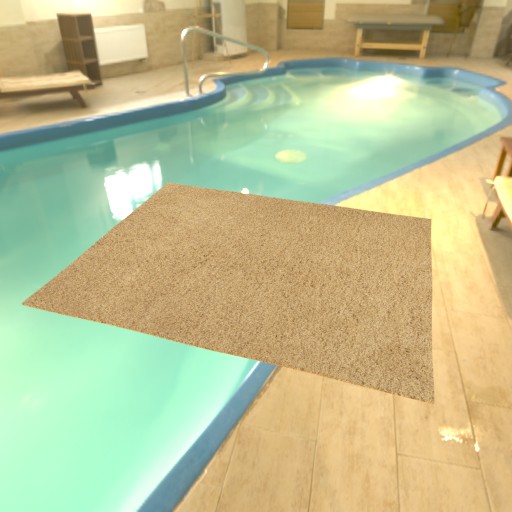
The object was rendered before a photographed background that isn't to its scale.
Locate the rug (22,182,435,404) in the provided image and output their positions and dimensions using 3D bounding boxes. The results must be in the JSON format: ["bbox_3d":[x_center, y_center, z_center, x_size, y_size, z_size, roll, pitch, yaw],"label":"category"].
[{"bbox_3d":[0.000,0.000,3.969,3.000,0.025,2.400,10,34,15],"label":"rug"}]
